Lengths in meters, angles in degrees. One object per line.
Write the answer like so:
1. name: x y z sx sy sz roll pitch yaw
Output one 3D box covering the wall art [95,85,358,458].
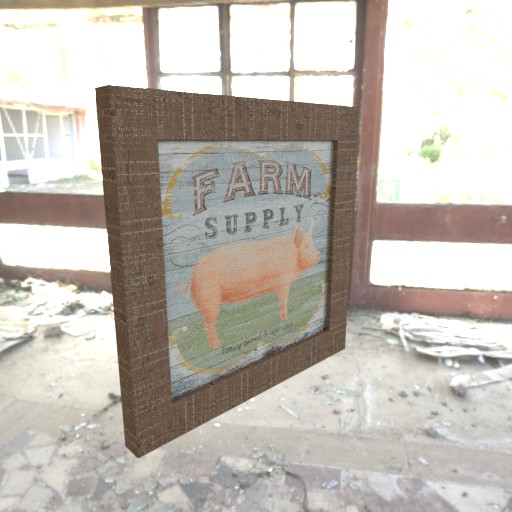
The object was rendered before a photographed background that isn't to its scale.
1. wall art: 0.000 0.000 0.794 0.531 0.531 0.040 -13 20 -42
